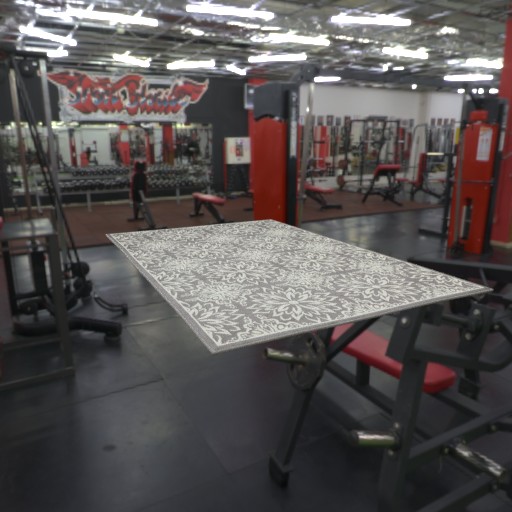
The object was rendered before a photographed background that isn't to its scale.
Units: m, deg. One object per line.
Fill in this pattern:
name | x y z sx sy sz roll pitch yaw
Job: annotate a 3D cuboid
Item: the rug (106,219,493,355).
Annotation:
rug | 0.000 0.000 2.321 1.224 0.012 1.847 -7 16 -26
